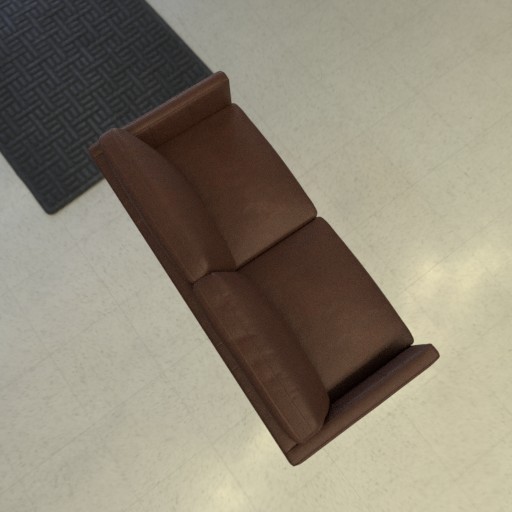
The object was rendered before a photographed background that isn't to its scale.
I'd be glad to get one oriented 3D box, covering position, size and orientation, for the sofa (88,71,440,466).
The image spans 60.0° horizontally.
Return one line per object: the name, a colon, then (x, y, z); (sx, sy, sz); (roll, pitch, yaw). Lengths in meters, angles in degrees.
sofa: (0.000, 0.000, 2.518); (0.923, 0.863, 1.971); (-33, 78, -8)
